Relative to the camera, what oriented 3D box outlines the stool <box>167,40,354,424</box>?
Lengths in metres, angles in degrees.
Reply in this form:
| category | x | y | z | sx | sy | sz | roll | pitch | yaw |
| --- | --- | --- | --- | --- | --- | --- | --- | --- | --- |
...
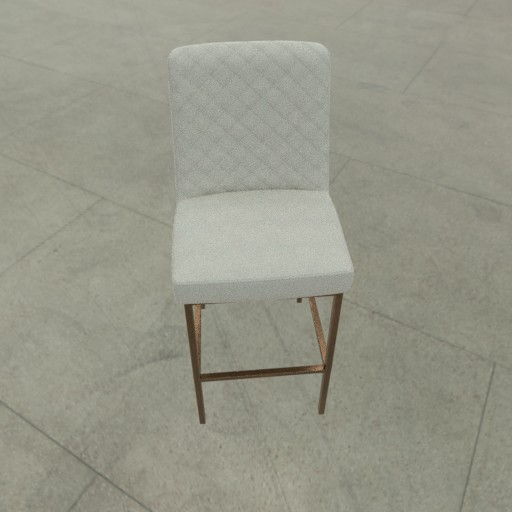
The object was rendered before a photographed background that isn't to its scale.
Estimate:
| category | x | y | z | sx | sy | sz | roll | pitch | yaw |
| --- | --- | --- | --- | --- | --- | --- | --- | --- | --- |
| stool | 0.000 | 0.000 | 1.361 | 0.462 | 1.084 | 0.546 | -3 | 45 | -3 |
